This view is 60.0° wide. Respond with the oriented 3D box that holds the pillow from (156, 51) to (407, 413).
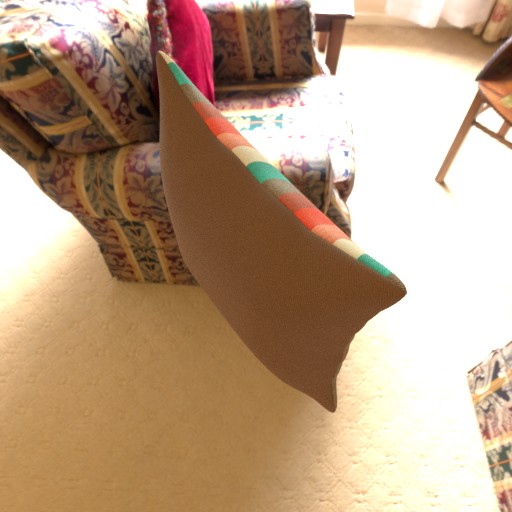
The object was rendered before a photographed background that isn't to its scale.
[{"bbox_3d":[0.000,0.000,0.679,0.168,0.443,0.453,-31,62,-19],"label":"pillow"}]
